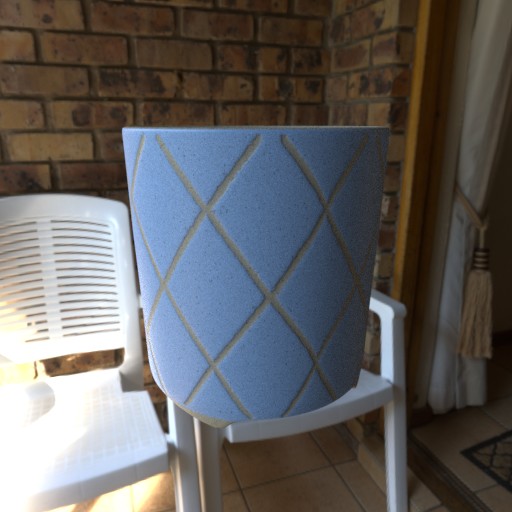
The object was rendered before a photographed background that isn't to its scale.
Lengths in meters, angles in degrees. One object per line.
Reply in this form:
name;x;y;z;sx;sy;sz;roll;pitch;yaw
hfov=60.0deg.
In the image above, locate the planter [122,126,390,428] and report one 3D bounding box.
planter;0.000;0.000;0.356;0.191;0.200;0.191;0;17;0
